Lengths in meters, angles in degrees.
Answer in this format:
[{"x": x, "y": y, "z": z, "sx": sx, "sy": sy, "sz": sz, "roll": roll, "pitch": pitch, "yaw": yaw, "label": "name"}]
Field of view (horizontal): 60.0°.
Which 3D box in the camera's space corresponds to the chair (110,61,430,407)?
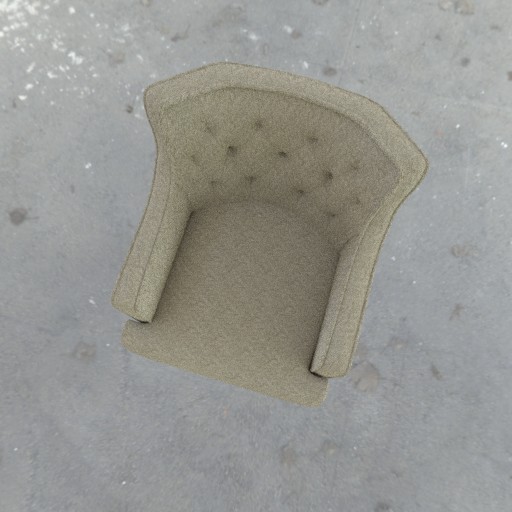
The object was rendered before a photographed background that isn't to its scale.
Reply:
[{"x": 0.000, "y": 0.000, "z": 1.630, "sx": 0.820, "sy": 0.920, "sz": 0.910, "roll": 16, "pitch": 75, "yaw": 4, "label": "chair"}]
